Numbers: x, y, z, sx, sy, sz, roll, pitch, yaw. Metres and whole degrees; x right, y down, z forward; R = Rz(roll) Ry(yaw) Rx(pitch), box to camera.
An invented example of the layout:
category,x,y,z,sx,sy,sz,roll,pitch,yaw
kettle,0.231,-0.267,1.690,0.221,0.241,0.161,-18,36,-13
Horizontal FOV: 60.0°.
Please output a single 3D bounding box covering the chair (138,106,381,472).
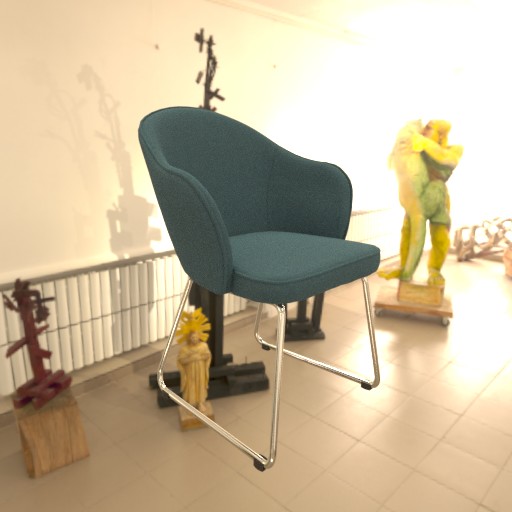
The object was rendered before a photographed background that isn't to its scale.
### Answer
category,x,y,z,sx,sy,sz,roll,pitch,yaw
chair,0.000,0.000,1.227,0.585,0.815,0.570,14,20,42
